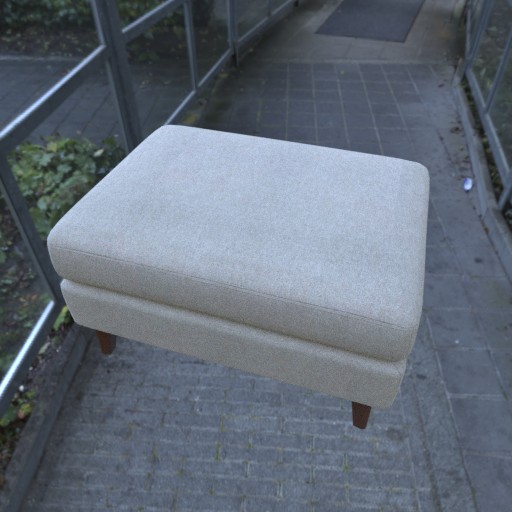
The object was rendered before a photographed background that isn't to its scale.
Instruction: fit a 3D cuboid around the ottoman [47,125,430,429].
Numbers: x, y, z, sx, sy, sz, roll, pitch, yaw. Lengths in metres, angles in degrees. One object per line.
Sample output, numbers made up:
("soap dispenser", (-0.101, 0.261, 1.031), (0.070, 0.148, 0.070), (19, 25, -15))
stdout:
("ottoman", (0.000, 0.000, 1.219), (0.823, 0.478, 0.610), (12, 43, 13))
